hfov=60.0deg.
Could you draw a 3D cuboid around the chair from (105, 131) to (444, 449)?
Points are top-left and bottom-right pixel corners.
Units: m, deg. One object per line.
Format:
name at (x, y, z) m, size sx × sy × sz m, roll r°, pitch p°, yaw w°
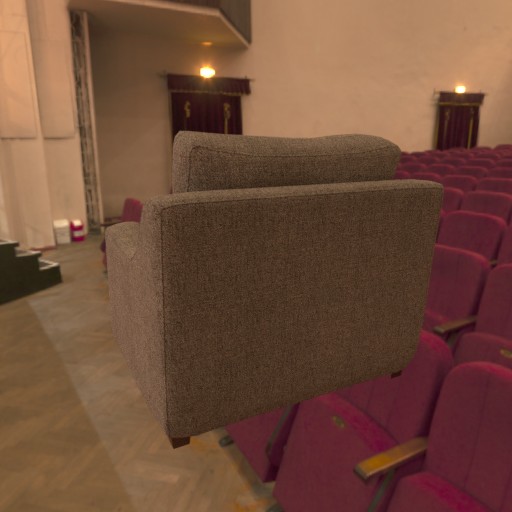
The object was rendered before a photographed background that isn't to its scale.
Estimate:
chair at (0.000, 0.000, 1.935) m, size 1.138 × 1.037 × 1.009 m, roll -8°, pitch 17°, yaw -27°
